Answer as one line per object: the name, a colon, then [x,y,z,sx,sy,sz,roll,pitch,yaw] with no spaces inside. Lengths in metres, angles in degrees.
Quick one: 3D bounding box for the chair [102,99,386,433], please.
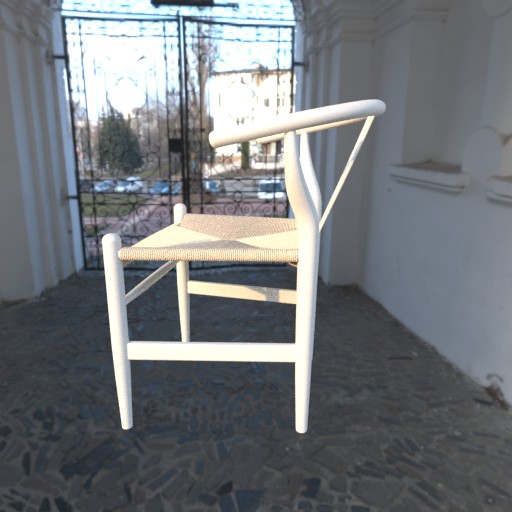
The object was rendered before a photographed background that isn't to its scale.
chair: [0.000,0.000,1.118,0.579,0.730,0.569,2,15,9]
